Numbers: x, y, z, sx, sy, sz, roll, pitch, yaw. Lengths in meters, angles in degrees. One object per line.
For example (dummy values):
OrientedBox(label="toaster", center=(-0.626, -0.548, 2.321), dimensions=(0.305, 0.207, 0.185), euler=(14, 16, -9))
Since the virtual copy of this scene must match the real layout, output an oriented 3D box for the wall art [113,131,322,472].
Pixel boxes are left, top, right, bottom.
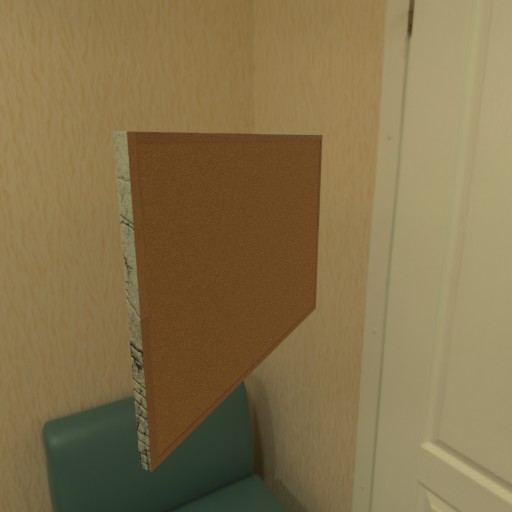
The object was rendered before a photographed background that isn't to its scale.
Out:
OrientedBox(label="wall art", center=(0.000, 0.000, 1.426), dimensions=(0.035, 0.758, 1.141), euler=(7, 17, 26))
